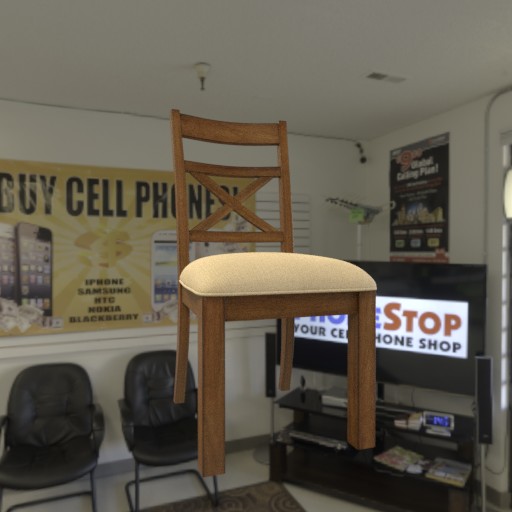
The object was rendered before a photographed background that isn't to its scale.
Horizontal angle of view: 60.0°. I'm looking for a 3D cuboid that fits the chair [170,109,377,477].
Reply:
[{"bbox_3d":[0.000,0.000,1.282,0.461,0.949,0.581,0,1,-20],"label":"chair"}]
